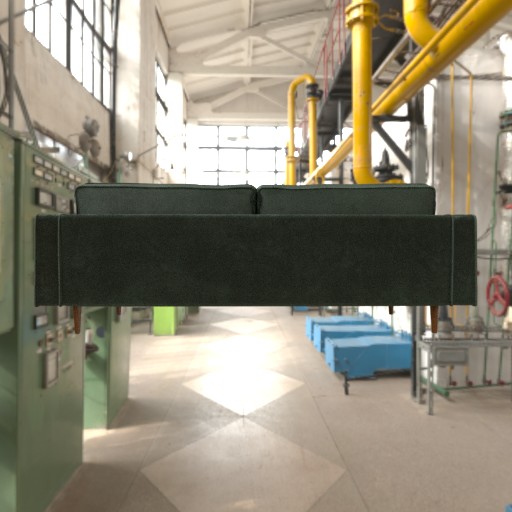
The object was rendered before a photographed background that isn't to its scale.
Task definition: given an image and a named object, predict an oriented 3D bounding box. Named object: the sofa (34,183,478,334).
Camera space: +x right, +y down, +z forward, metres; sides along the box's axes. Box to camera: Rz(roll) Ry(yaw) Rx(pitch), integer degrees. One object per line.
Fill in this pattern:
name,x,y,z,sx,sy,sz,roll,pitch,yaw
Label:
sofa,0.000,0.000,2.597,2.214,0.781,0.886,0,0,-1
